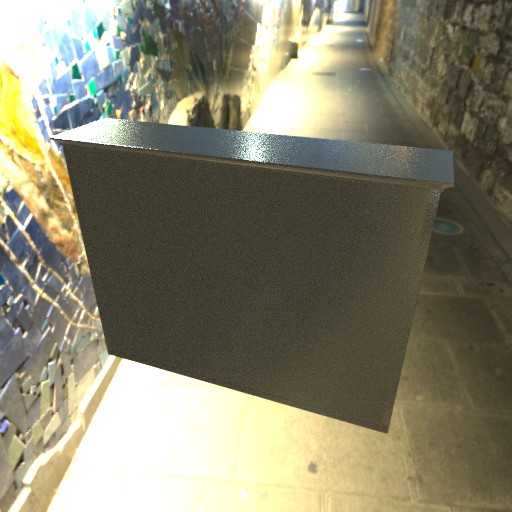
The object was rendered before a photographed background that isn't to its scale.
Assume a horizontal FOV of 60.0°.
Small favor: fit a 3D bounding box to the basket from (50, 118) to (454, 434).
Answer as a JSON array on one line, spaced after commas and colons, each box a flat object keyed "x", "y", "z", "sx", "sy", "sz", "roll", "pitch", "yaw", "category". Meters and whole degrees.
[{"x": 0.000, "y": 0.000, "z": 1.091, "sx": 0.780, "sy": 0.600, "sz": 0.350, "roll": 10, "pitch": 32, "yaw": 17, "category": "basket"}]
